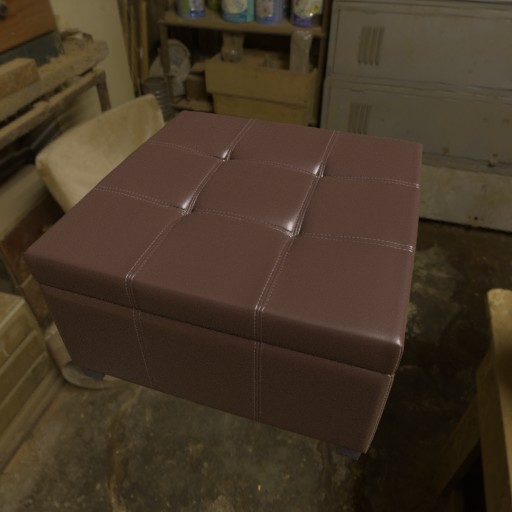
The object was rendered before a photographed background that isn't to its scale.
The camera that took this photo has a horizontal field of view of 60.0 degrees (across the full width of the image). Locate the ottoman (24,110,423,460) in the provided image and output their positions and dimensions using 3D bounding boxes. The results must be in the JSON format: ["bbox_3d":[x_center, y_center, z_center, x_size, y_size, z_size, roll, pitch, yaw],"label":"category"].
[{"bbox_3d":[0.000,0.000,1.243,0.788,0.460,0.787,12,42,14],"label":"ottoman"}]
